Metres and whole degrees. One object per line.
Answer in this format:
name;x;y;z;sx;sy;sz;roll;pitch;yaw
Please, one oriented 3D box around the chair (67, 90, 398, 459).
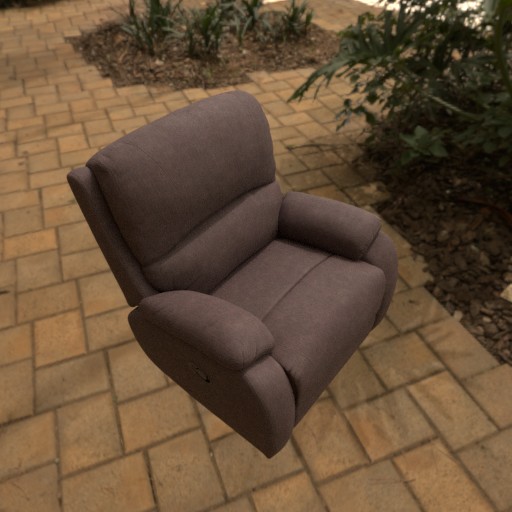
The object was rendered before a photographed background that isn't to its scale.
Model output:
chair;0.000;0.000;1.727;0.899;1.011;0.930;28;49;28
